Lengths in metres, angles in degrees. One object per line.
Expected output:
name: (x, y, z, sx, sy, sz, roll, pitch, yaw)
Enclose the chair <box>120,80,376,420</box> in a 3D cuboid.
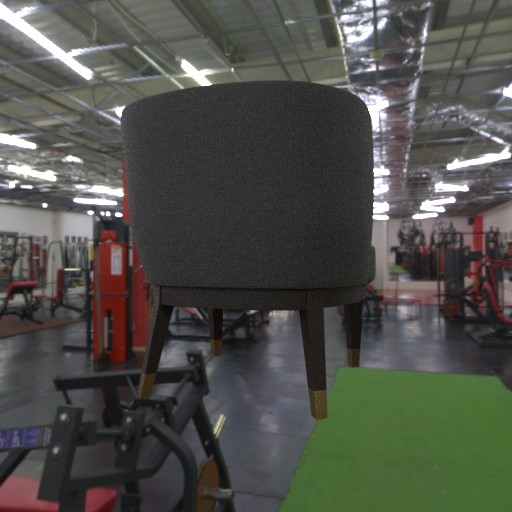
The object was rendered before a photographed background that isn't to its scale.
chair: (0.000, 0.000, 1.229, 0.639, 0.695, 0.698, 0, 0, 19)
